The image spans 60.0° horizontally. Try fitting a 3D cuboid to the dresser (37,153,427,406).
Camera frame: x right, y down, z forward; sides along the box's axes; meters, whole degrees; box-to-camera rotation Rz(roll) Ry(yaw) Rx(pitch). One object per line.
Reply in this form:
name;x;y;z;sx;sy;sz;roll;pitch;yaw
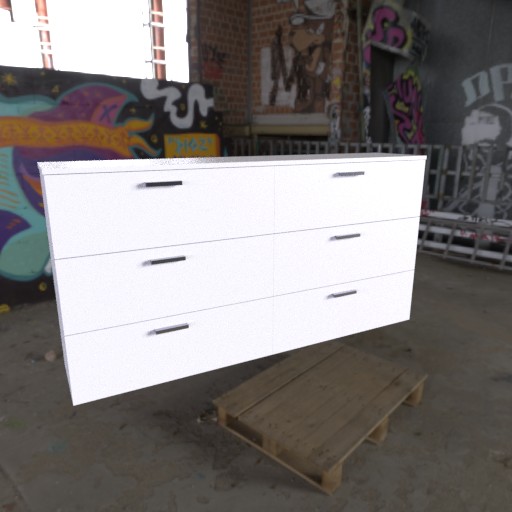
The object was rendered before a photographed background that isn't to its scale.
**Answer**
dresser;0.000;0.000;1.841;1.535;0.790;0.333;-8;18;-26
